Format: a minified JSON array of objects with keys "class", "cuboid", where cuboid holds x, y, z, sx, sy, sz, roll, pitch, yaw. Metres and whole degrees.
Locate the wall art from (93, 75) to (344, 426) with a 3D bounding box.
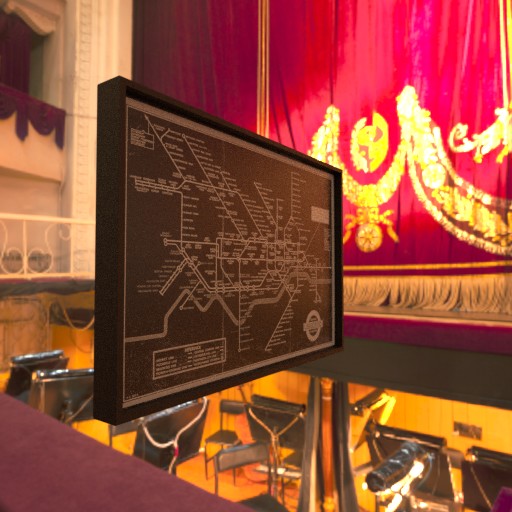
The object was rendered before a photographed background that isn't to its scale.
[{"class":"wall art","cuboid":[0.000,0.000,0.859,0.051,0.456,0.671,-1,-3,36]}]
